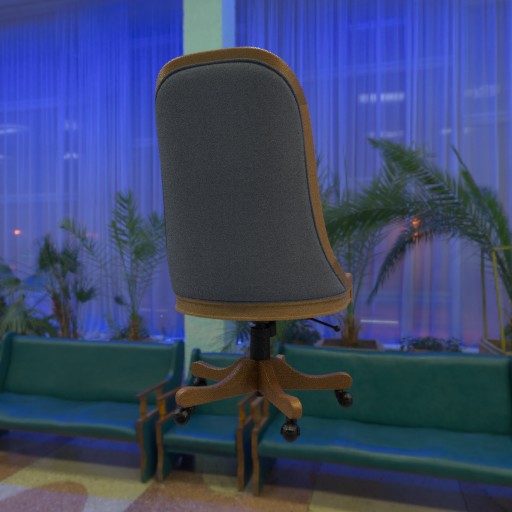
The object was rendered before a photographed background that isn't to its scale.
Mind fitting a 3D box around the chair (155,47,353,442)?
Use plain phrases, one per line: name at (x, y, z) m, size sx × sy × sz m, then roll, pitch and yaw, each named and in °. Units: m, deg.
chair at (0.000, 0.000, 1.453) m, size 0.605 × 1.031 × 0.735 m, roll 0°, pitch 0°, yaw 17°
